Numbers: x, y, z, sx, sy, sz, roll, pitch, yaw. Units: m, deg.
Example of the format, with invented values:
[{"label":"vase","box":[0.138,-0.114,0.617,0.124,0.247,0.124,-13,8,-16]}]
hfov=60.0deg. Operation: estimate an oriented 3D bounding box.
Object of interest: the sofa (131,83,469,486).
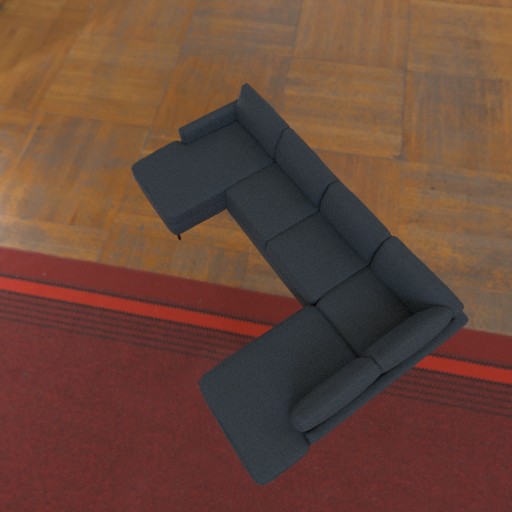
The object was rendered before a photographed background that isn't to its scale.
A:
[{"label":"sofa","box":[0.000,0.000,3.808,1.984,0.858,2.975,-31,67,-15]}]
